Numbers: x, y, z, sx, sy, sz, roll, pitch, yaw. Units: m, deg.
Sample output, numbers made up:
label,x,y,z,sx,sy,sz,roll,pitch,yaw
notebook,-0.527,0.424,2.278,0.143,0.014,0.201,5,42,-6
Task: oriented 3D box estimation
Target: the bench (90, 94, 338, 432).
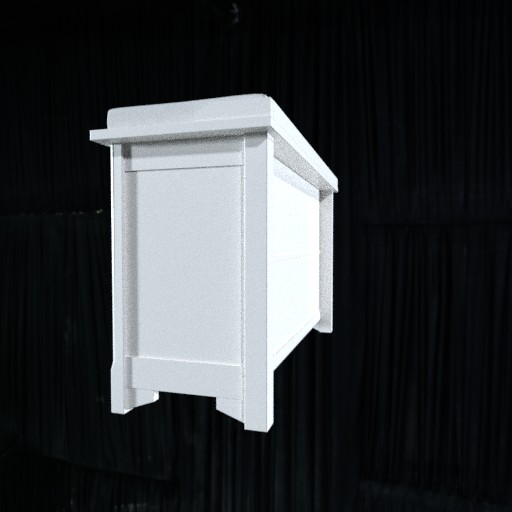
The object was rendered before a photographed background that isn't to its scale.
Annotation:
label,x,y,z,sx,sy,sz,roll,pitch,yaw
bench,0.000,0.000,1.252,0.346,0.589,0.987,1,2,17
